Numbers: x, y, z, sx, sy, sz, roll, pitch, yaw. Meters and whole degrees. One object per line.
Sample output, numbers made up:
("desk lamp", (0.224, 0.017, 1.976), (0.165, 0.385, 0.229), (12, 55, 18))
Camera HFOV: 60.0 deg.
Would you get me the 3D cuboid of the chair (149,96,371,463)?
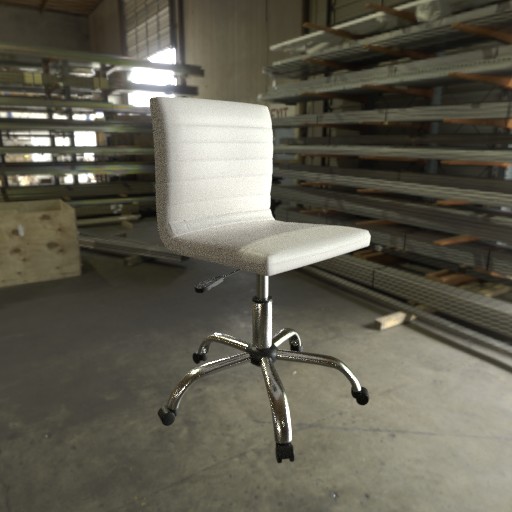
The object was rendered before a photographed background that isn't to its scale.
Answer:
("chair", (0.000, 0.000, 1.143), (0.530, 0.780, 0.556), (13, 19, 43))
